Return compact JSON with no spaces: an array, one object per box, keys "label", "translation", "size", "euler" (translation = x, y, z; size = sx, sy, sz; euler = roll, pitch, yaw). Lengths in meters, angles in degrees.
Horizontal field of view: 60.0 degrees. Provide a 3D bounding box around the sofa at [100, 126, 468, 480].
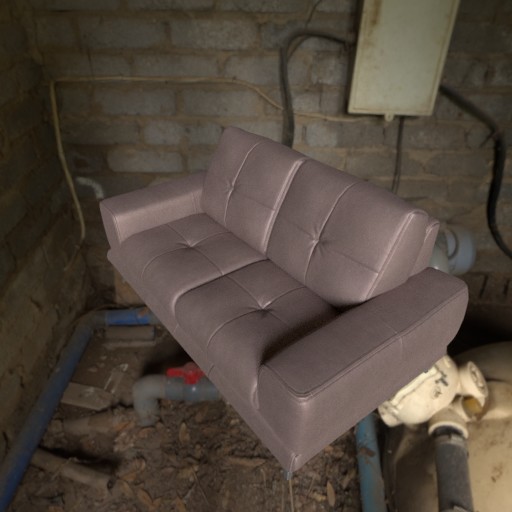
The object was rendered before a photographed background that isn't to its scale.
[{"label":"sofa","translation":[0.000,0.000,2.281],"size":[1.018,0.907,1.806],"euler":[-23,40,-30]}]
